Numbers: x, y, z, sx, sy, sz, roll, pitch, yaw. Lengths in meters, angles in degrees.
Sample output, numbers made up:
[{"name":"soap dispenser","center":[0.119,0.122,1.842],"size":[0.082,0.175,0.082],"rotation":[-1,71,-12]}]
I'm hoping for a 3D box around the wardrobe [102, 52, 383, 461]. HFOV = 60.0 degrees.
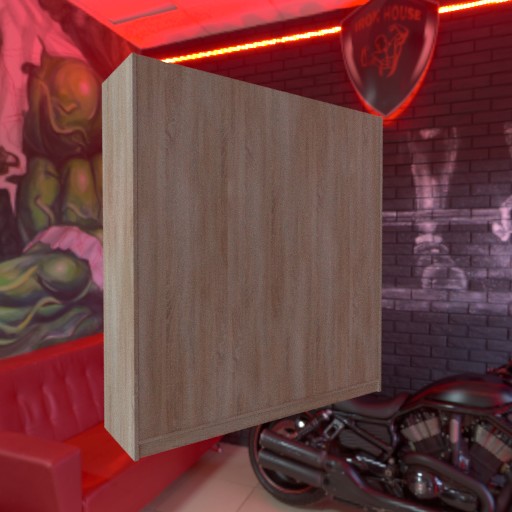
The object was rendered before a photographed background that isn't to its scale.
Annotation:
[{"name":"wardrobe","center":[0.000,0.000,3.153],"size":[1.998,2.159,0.598],"rotation":[-1,1,-35]}]
